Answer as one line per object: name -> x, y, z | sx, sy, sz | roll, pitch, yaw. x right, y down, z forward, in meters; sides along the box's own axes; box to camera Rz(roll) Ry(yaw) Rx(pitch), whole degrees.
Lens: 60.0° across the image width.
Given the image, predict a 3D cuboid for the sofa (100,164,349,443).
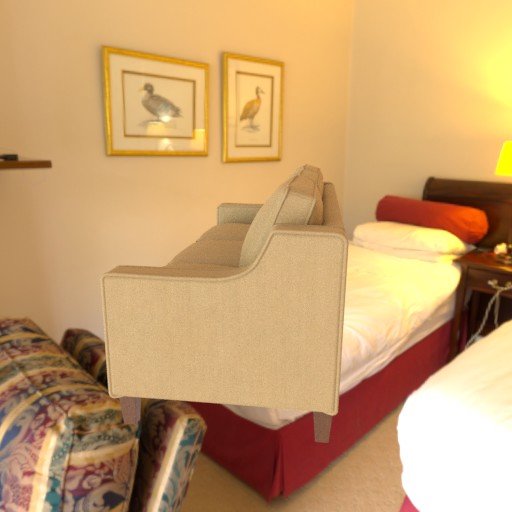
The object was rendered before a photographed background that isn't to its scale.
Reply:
sofa -> 0.000, 0.000, 2.555 | 0.911, 0.974, 1.986 | 2, 14, 8
